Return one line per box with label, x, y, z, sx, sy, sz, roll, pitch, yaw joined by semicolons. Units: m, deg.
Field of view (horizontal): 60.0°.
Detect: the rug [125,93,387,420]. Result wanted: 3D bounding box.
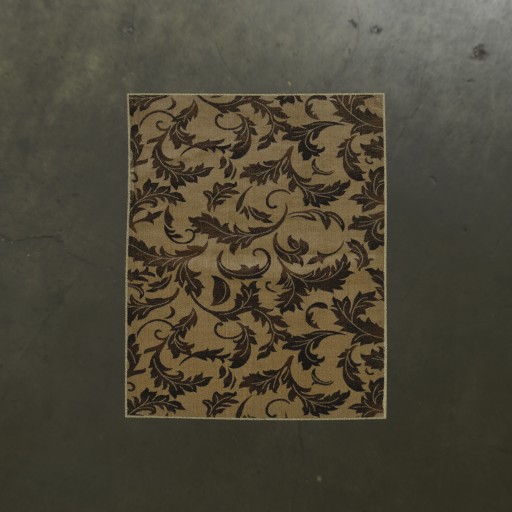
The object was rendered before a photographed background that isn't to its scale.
rug;0.000;0.000;4.041;2.380;0.008;2.977;0;89;0
